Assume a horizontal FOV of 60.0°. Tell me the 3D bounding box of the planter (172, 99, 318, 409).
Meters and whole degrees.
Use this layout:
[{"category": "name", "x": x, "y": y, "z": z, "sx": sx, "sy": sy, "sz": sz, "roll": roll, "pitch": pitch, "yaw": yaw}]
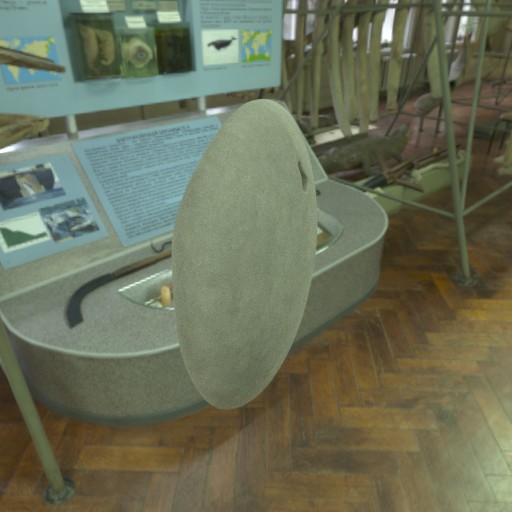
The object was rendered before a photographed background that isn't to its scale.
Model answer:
[{"category": "planter", "x": 0.000, "y": 0.000, "z": 0.282, "sx": 0.071, "sy": 0.188, "sz": 0.185, "roll": 8, "pitch": 31, "yaw": 14}]
